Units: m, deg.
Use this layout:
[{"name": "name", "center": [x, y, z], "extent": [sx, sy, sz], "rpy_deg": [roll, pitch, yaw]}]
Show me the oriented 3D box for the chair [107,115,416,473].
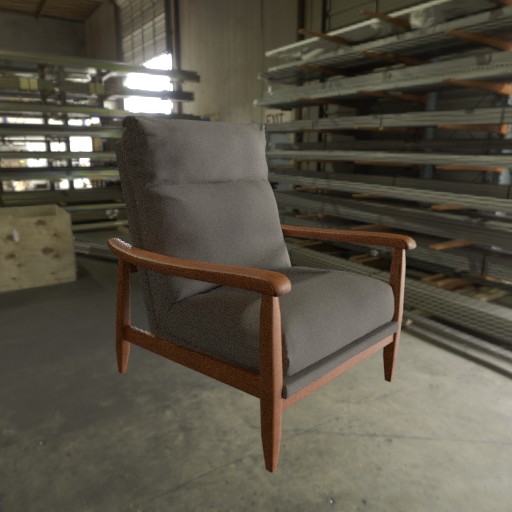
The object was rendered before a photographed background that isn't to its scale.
[{"name": "chair", "center": [0.000, 0.000, 1.527], "extent": [0.816, 0.922, 0.782], "rpy_deg": [13, 18, 42]}]
